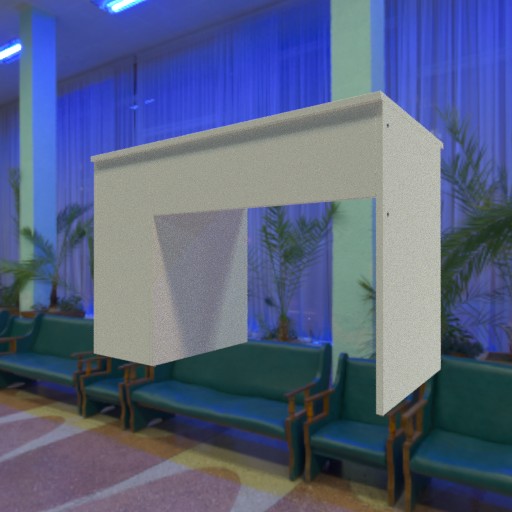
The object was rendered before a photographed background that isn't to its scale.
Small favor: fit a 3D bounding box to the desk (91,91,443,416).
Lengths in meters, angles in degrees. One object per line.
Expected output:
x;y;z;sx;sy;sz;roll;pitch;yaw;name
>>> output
0.000;0.000;1.530;1.096;0.730;0.560;0;0;36;desk
